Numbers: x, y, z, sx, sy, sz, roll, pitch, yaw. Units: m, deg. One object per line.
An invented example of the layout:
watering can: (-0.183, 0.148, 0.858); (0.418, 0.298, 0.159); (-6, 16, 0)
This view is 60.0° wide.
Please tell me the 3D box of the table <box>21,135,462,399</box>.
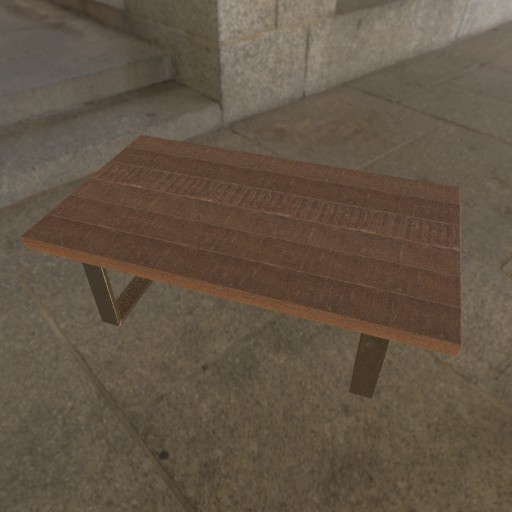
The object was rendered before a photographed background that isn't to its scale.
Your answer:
table: (0.000, 0.000, 1.747); (1.400, 0.440, 0.800); (13, 43, 14)
